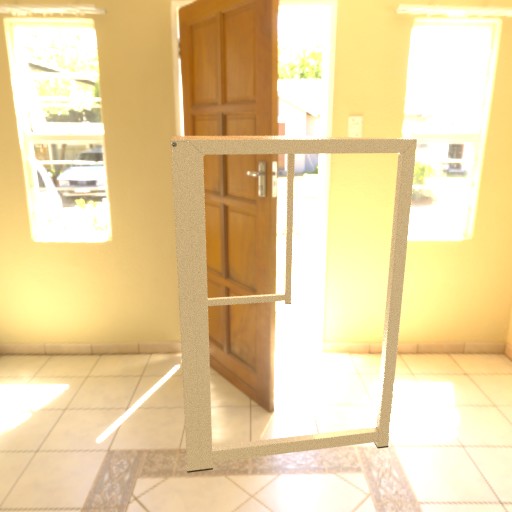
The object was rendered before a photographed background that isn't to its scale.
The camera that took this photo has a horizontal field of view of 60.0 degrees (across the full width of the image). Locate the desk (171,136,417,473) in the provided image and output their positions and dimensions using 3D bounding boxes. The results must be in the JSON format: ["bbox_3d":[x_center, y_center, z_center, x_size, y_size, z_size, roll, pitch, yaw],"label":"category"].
[{"bbox_3d":[0.000,0.000,1.467,0.508,0.762,1.016,-3,16,-10],"label":"desk"}]
